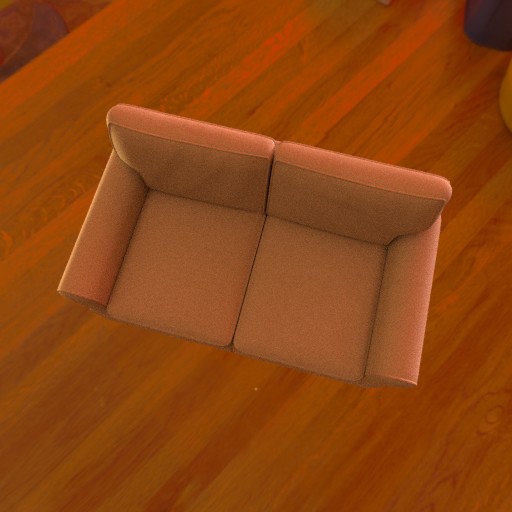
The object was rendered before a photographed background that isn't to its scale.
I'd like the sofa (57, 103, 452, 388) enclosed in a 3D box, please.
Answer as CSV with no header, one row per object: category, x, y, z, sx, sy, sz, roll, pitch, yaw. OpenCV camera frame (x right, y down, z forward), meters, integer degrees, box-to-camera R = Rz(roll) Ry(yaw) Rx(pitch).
sofa,0.000,0.000,2.303,1.727,0.940,0.991,14,74,4
